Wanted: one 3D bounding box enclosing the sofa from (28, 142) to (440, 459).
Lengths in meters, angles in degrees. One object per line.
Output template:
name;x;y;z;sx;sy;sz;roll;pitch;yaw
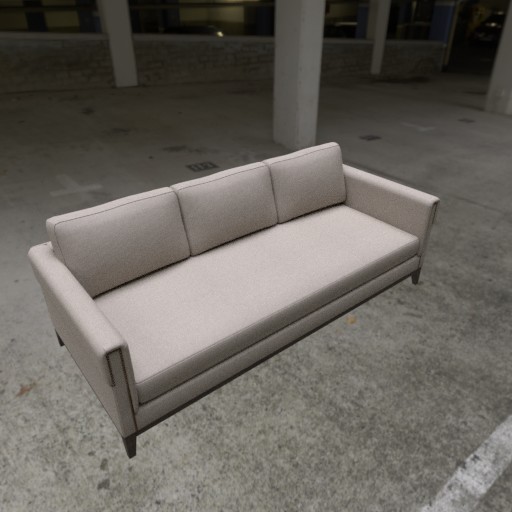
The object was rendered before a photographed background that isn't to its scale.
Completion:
sofa;0.000;0.000;2.616;2.210;0.838;0.959;-22;38;-32
